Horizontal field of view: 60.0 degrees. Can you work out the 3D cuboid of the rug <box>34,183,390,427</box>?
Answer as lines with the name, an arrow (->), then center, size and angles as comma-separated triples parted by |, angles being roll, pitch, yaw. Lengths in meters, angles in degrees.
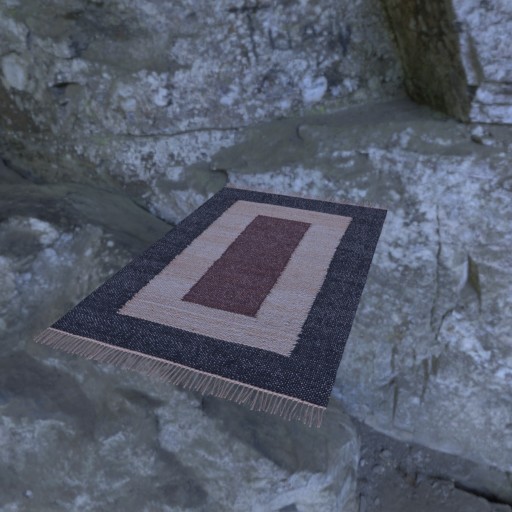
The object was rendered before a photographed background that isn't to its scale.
rug -> 0.000, 0.000, 2.462 | 1.224, 0.027, 2.021 | 11, 31, 18
